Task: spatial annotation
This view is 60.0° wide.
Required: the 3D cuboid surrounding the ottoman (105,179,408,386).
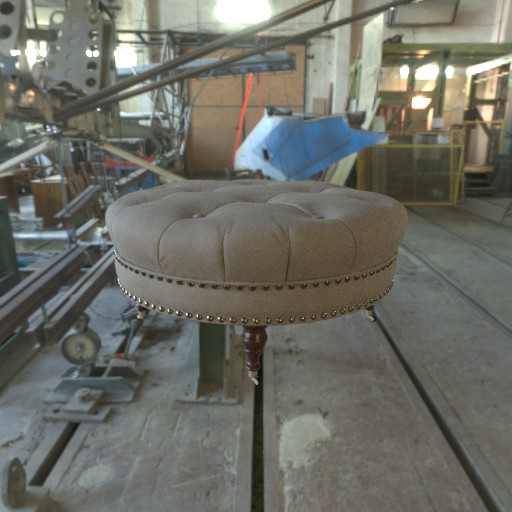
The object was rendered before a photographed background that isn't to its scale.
[{"bbox_3d":[0.000,0.000,1.410,0.901,0.439,0.901,0,16,0],"label":"ottoman"}]
